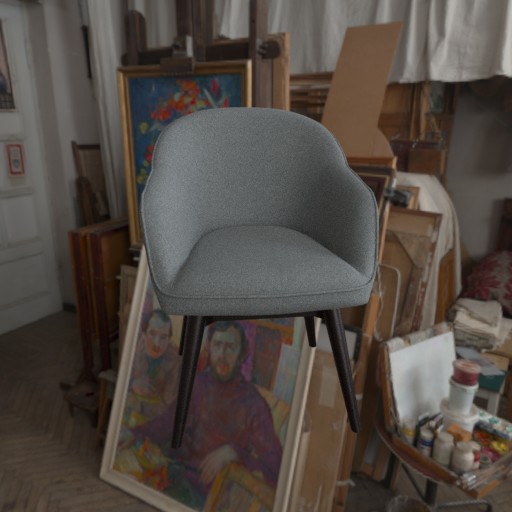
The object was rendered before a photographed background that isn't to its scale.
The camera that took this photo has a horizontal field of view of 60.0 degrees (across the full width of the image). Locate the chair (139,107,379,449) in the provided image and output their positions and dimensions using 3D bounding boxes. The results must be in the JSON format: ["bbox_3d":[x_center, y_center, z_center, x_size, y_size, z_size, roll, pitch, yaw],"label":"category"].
[{"bbox_3d":[0.000,0.000,1.244,0.589,0.810,0.611,-2,17,-7],"label":"chair"}]
